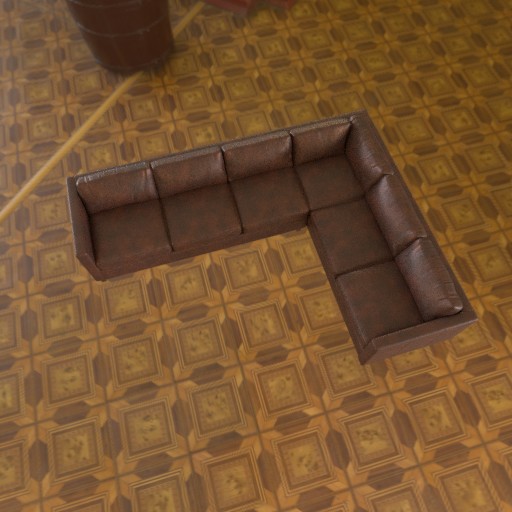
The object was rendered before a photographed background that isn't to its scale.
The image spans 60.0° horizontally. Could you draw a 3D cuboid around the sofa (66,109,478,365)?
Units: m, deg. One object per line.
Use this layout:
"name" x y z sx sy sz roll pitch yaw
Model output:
"sofa" 0.000 0.000 4.233 3.152 0.836 2.438 -15 65 -7
